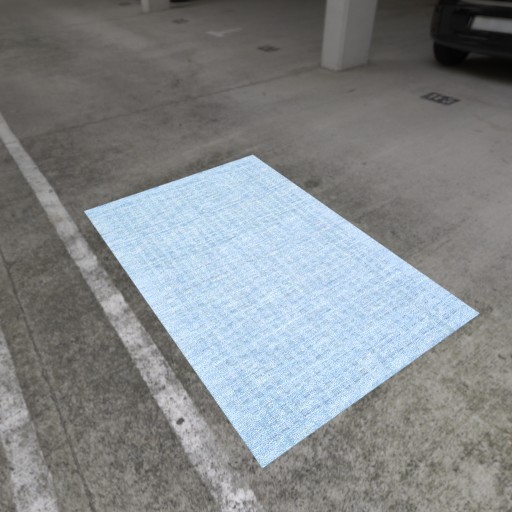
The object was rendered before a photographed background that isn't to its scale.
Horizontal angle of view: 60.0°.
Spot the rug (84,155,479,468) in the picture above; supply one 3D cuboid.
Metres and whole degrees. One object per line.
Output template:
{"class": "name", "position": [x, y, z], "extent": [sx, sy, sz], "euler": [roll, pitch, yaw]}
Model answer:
{"class": "rug", "position": [0.000, 0.000, 2.914], "extent": [1.522, 0.006, 2.286], "euler": [-24, 47, -26]}
